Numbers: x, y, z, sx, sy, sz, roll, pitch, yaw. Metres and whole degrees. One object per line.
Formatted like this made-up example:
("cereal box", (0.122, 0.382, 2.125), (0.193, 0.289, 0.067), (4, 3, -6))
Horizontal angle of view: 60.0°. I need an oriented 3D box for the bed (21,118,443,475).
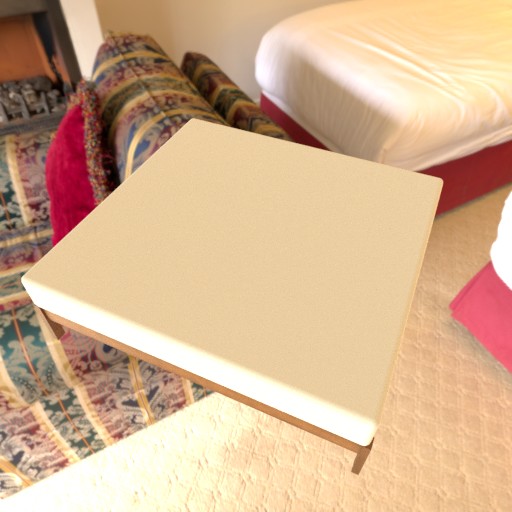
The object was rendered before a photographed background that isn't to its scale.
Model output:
("bed", (0.000, 0.000, 3.001), (2.049, 0.616, 1.930), (18, 49, 16))
